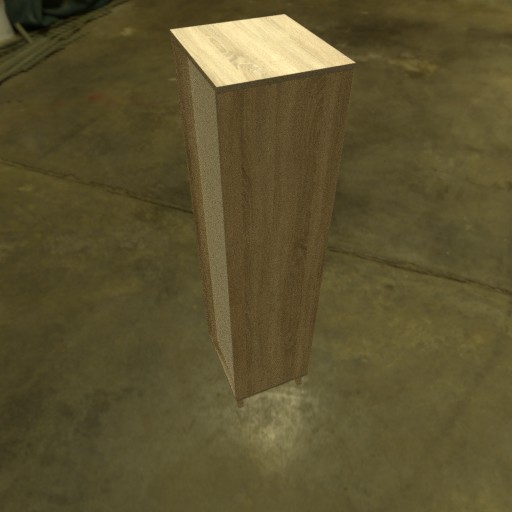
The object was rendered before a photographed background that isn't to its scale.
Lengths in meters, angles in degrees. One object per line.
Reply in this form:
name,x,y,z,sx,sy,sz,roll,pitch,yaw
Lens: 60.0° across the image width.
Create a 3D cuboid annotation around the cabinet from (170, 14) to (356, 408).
cabinet,0.000,0.000,2.153,0.450,1.960,0.510,-16,47,-16
